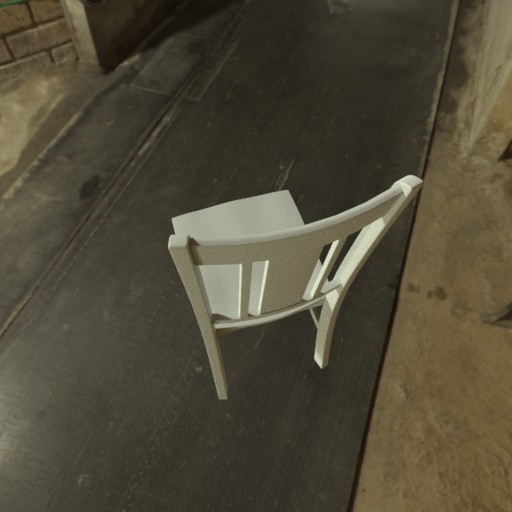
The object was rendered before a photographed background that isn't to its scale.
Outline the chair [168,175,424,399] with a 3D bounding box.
[{"bbox_3d":[0.000,0.000,1.278,0.450,0.998,0.555,-15,58,-10],"label":"chair"}]
